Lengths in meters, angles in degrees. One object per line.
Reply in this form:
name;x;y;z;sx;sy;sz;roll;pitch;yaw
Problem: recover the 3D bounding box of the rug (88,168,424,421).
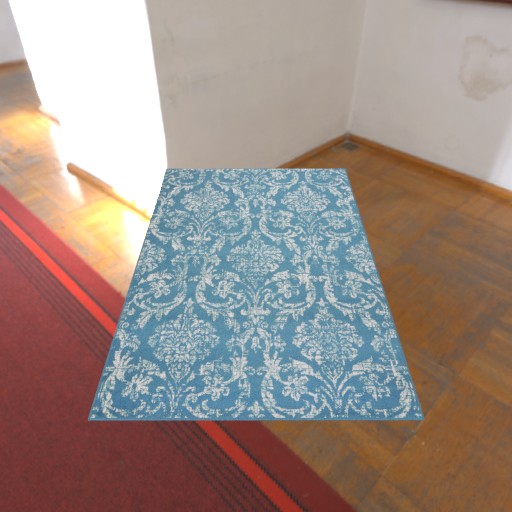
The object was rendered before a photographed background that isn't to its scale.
rug;0.000;0.000;3.438;1.816;0.018;2.746;0;40;0
